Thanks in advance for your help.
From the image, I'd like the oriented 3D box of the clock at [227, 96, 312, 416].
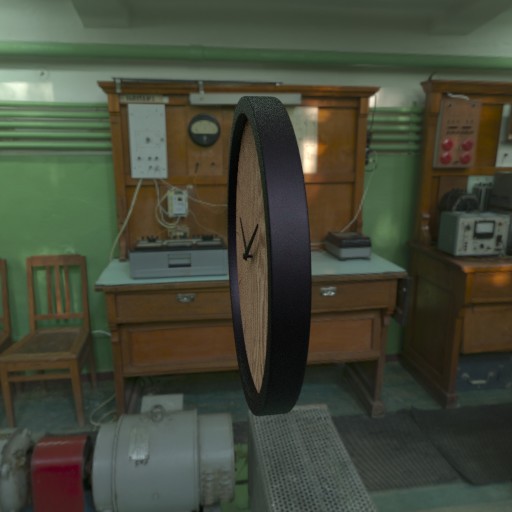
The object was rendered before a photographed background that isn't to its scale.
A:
[{"bbox_3d":[0.000,0.000,0.462,0.029,0.314,0.314,-2,14,-9],"label":"clock"}]
